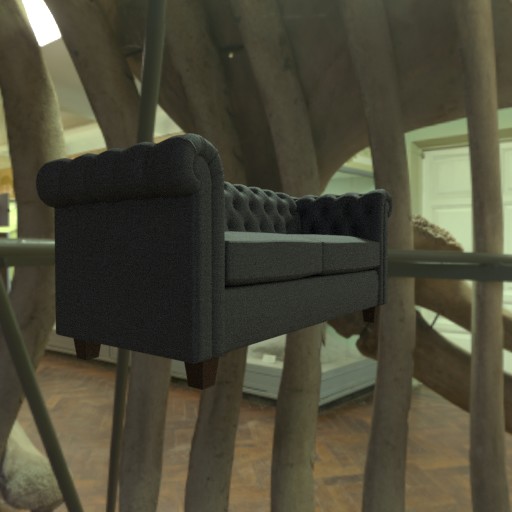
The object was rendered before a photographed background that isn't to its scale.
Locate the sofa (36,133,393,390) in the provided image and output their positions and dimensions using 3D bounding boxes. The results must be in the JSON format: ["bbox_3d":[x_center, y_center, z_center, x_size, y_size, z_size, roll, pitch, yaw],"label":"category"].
[{"bbox_3d":[0.000,0.000,2.187,0.783,0.797,1.798,1,2,36],"label":"sofa"}]
